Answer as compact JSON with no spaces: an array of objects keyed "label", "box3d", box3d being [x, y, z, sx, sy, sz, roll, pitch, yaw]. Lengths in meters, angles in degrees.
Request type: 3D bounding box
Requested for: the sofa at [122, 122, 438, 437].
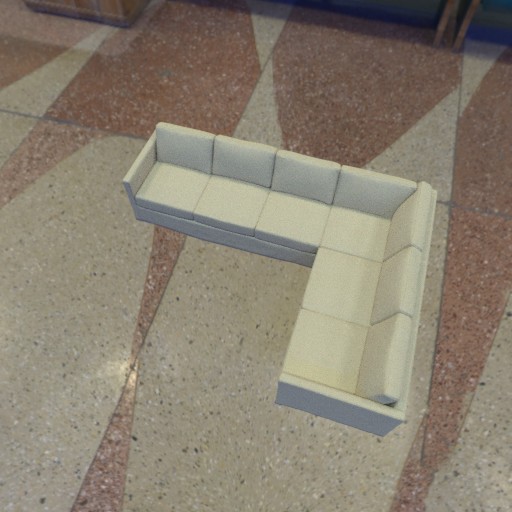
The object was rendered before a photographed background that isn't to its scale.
[{"label":"sofa","box3d":[0.000,0.000,4.443,3.182,0.871,2.432,16,59,10]}]
